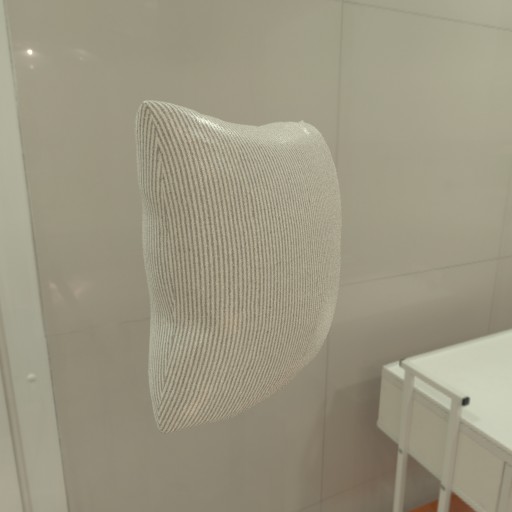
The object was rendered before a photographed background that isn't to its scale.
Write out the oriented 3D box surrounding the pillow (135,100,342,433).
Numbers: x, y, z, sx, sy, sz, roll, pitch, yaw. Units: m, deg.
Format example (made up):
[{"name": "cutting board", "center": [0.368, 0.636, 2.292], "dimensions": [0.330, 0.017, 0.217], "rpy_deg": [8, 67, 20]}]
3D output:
[{"name": "pillow", "center": [0.000, 0.000, 0.695], "dimensions": [0.387, 0.432, 0.310], "rpy_deg": [-7, 16, -26]}]
